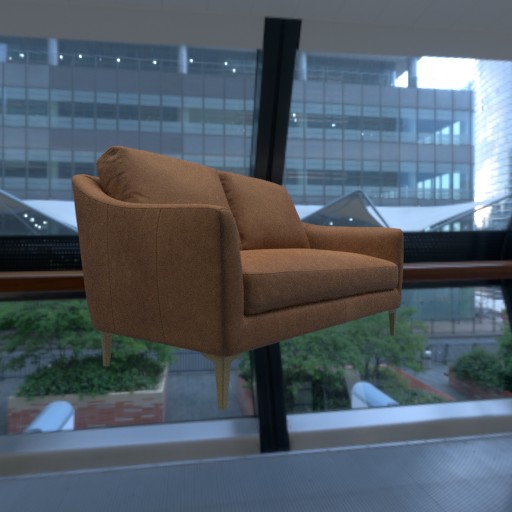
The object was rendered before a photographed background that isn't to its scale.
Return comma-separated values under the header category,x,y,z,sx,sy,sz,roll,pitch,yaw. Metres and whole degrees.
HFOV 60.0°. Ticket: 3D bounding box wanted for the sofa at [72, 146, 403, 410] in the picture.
category,x,y,z,sx,sy,sz,roll,pitch,yaw
sofa,0.000,0.000,2.158,0.960,0.902,1.619,0,0,36
